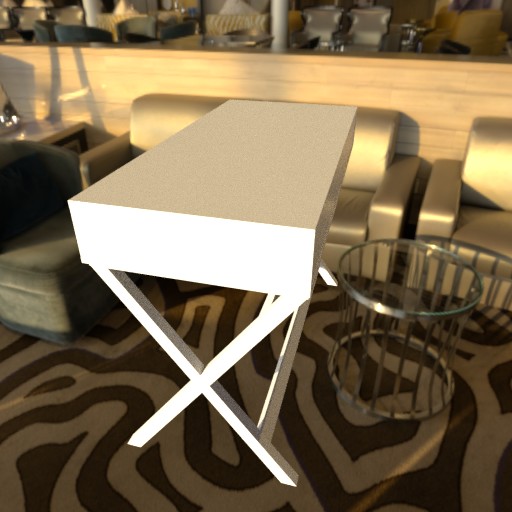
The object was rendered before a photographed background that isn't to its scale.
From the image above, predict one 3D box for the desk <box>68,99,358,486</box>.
[{"bbox_3d":[0.000,0.000,1.478,0.509,0.780,1.059,8,31,13],"label":"desk"}]
